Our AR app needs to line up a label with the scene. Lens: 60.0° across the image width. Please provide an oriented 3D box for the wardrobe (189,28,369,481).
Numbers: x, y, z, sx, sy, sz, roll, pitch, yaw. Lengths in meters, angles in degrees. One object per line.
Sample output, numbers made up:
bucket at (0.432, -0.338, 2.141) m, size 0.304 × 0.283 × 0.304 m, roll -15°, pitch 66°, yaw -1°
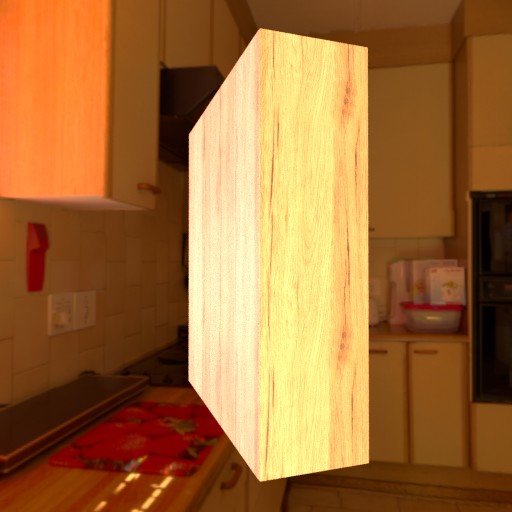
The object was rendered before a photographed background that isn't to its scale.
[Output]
wardrobe at (0.000, 0.000, 2.971) m, size 0.580 × 2.070 × 1.810 m, roll 0°, pitch -1°, yaw -19°
